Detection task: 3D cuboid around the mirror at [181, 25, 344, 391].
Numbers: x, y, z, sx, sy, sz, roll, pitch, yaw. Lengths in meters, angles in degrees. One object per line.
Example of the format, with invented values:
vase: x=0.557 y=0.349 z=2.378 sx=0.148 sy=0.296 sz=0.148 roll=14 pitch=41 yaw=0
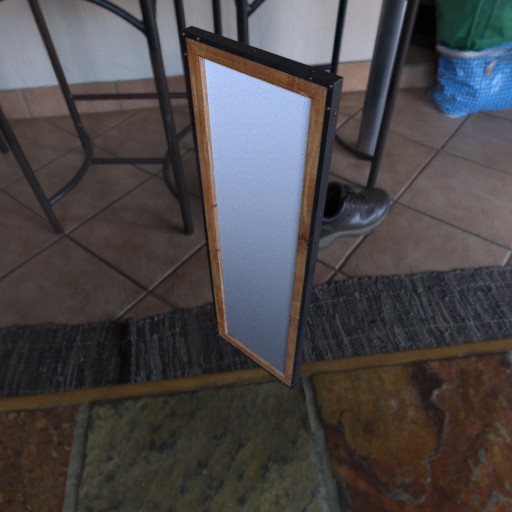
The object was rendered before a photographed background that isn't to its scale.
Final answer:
mirror: x=0.000 y=0.000 z=1.184 sx=0.354 sy=1.080 sz=0.042 roll=31 pitch=54 yaw=26
